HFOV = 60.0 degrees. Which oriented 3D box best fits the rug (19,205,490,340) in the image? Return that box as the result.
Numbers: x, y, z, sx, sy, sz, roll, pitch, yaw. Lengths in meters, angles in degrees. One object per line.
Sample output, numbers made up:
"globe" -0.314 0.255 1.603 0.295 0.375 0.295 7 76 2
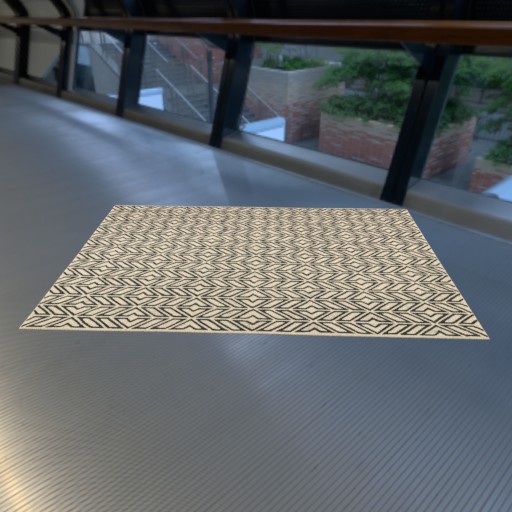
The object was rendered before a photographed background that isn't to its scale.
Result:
"rug" 0.000 0.000 2.246 1.828 0.007 1.220 1 30 2
